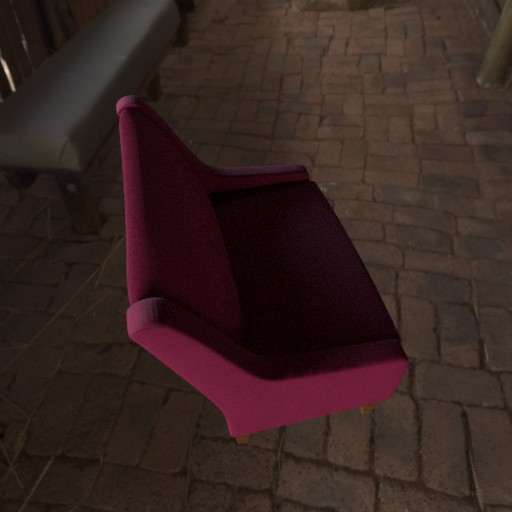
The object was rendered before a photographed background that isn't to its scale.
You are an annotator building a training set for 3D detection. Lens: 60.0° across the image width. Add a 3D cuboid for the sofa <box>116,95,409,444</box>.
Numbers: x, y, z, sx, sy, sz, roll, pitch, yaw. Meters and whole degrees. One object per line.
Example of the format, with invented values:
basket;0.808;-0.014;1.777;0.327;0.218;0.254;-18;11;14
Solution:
sofa;0.000;0.000;1.908;0.946;0.976;1.242;-10;47;-9
